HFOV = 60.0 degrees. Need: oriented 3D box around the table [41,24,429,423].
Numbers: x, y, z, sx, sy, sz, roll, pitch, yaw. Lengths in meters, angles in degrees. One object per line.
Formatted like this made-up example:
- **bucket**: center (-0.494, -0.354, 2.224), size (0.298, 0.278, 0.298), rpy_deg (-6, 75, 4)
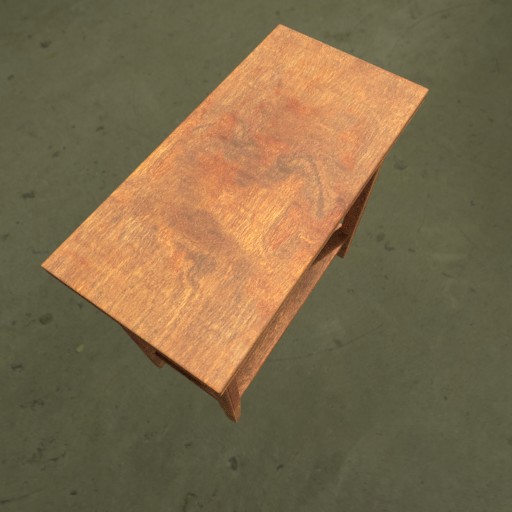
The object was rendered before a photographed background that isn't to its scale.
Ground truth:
- **table**: center (0.000, 0.000, 0.956), size (0.305, 0.610, 0.610), rpy_deg (31, 67, 15)
